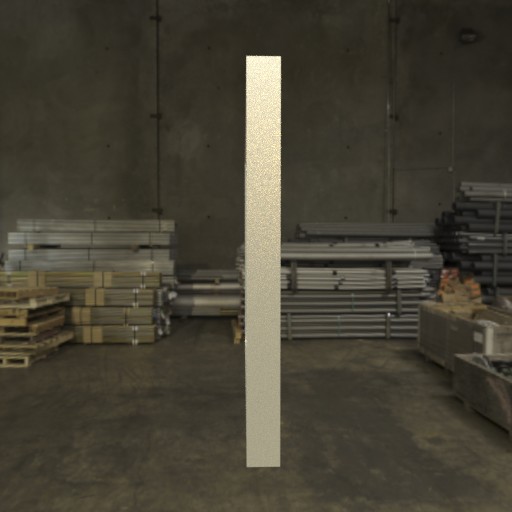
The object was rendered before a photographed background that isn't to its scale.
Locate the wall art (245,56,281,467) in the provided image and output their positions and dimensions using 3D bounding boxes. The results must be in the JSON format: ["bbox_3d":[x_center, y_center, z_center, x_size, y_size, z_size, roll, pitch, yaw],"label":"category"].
[{"bbox_3d":[0.000,0.000,1.392,0.066,0.801,1.056,0,2,-2],"label":"wall art"}]
